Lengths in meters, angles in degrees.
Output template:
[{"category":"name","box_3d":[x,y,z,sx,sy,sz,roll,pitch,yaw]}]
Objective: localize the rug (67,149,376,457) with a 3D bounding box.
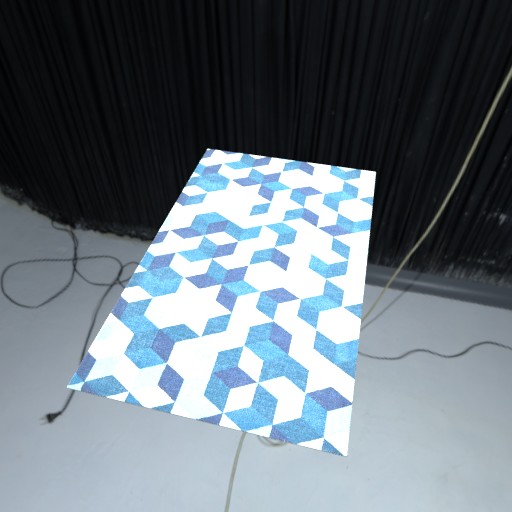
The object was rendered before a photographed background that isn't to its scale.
[{"category":"rug","box_3d":[0.000,0.000,3.109,1.518,0.015,2.438,10,47,10]}]
